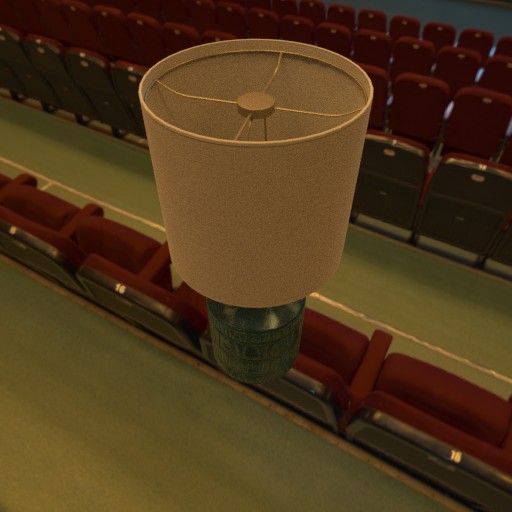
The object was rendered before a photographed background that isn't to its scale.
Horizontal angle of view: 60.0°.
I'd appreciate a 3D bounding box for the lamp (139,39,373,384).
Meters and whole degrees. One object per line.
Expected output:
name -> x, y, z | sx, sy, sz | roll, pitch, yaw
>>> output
lamp -> 0.000, 0.000, 0.567 | 0.211, 0.455, 0.211 | 22, 50, 20
